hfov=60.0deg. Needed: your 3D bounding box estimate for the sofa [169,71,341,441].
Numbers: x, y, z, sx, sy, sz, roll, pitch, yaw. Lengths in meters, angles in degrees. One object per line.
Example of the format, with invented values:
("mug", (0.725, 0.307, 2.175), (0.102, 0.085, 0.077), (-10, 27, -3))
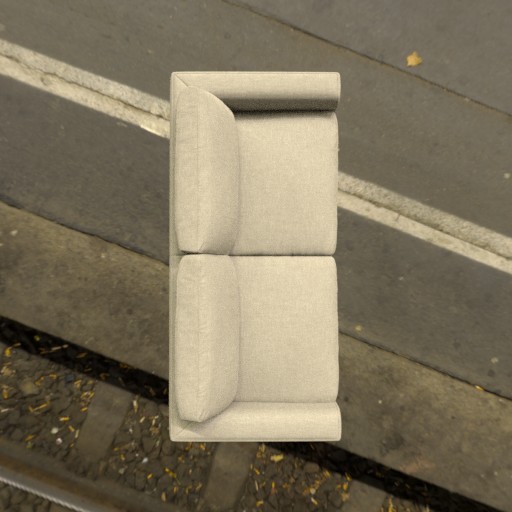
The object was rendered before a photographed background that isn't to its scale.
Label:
("sofa", (0.000, 0.000, 2.820), (1.070, 0.801, 2.262), (0, 89, 0))
